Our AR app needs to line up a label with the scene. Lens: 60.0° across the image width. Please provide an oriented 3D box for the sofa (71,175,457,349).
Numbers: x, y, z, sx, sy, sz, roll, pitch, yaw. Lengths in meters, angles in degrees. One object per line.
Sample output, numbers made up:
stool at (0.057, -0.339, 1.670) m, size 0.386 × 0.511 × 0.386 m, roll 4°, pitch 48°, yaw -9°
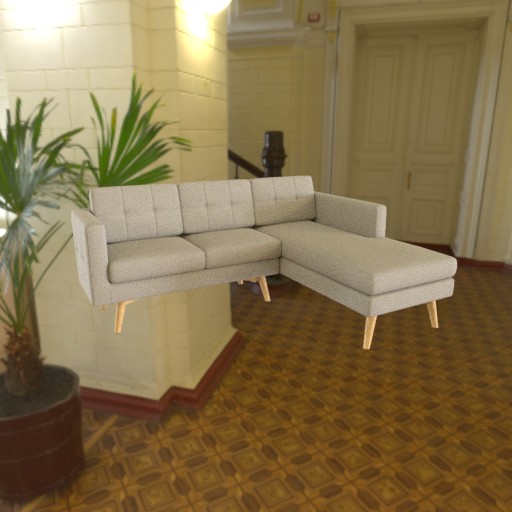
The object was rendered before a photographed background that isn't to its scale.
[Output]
sofa at (0.000, 0.000, 2.906) m, size 2.040 × 0.860 × 1.530 m, roll -9°, pitch 18°, yaw -28°
